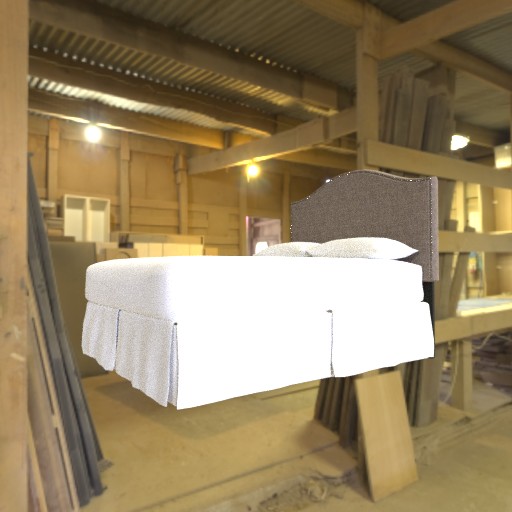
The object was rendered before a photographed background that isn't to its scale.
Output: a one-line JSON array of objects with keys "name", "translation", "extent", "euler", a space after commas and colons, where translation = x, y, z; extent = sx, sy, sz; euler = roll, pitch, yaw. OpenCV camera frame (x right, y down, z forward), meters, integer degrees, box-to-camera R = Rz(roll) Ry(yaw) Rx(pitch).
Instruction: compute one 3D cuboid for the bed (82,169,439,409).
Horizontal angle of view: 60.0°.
[{"name": "bed", "translation": [0.000, 0.000, 3.315], "extent": [2.153, 1.518, 1.713], "euler": [1, -2, -35]}]
